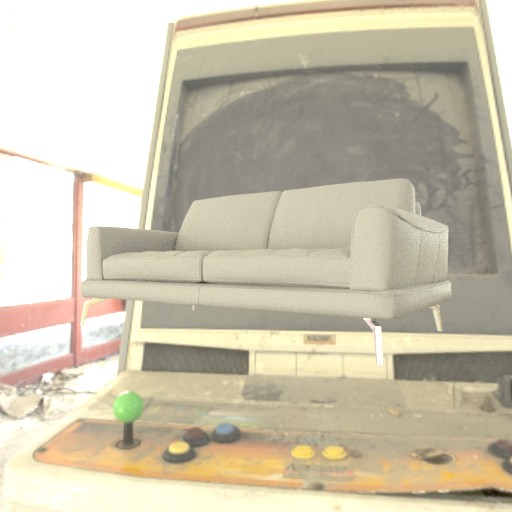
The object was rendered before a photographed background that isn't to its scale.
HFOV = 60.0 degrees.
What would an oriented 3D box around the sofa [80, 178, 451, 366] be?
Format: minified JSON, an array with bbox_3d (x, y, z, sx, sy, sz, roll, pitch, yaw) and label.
[{"bbox_3d":[0.000,0.000,2.824,2.177,0.930,1.121,-1,-1,35],"label":"sofa"}]
